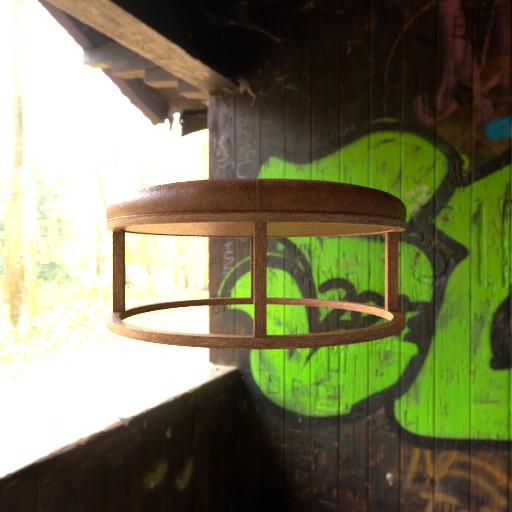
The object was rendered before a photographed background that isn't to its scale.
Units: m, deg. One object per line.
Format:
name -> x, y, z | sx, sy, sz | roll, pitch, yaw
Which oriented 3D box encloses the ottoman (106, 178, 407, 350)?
ottoman -> 0.000, 0.000, 1.558 | 1.006, 0.445, 1.006 | 0, 0, 0
